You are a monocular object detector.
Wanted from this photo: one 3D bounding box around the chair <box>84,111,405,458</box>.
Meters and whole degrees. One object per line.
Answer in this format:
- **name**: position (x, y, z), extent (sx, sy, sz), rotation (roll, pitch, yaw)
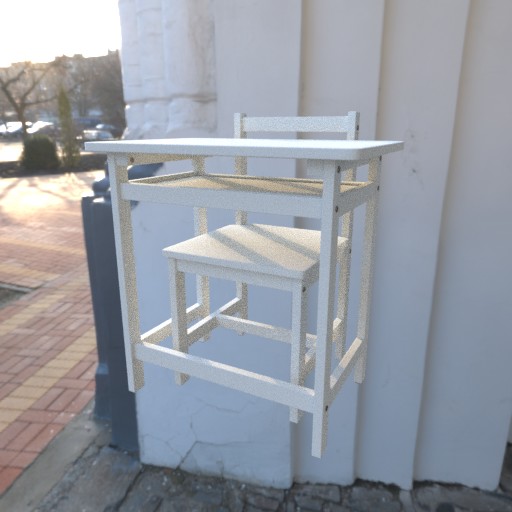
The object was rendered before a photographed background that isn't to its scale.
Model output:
- **chair**: position (0.000, 0.000, 1.076), extent (0.599, 0.673, 0.461), rotation (8, 18, 27)
